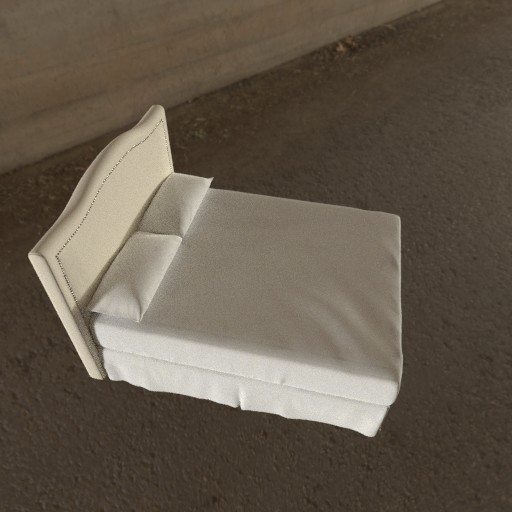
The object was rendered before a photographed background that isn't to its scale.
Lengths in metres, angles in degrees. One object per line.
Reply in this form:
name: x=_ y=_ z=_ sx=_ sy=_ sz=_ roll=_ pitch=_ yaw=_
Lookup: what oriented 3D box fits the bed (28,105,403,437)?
bed: x=0.000 y=0.000 z=3.241 sx=2.143 sy=1.460 sz=1.753 roll=9 pitch=46 yaw=9
